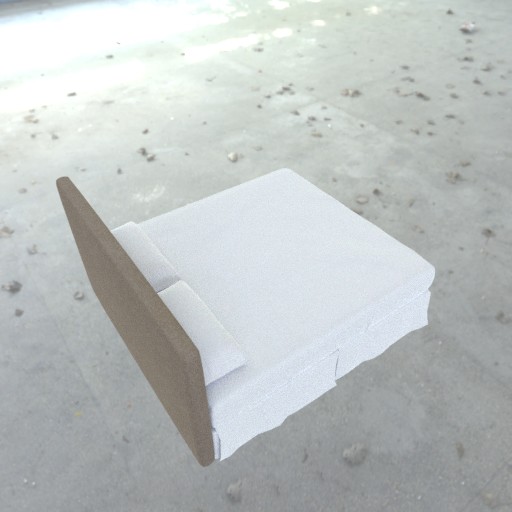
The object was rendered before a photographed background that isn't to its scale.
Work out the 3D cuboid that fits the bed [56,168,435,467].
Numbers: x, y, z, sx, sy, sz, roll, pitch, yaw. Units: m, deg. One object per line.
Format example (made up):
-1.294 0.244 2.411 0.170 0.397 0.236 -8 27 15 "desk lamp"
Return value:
0.000 0.000 3.672 2.341 1.317 2.119 -26 48 -26 "bed"
